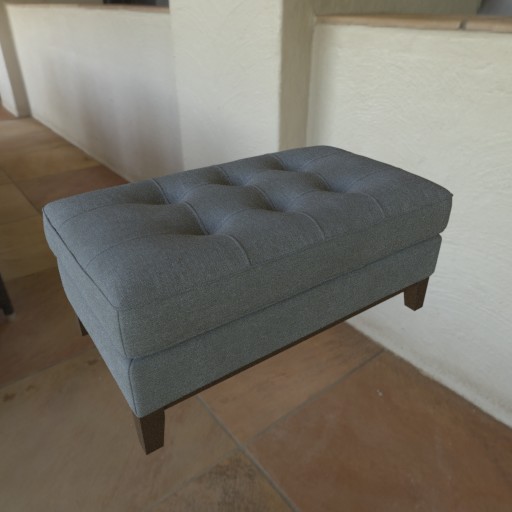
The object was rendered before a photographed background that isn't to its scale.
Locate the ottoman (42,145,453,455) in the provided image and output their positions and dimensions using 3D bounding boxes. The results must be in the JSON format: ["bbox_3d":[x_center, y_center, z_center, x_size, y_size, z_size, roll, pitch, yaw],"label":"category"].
[{"bbox_3d":[0.000,0.000,1.461,1.143,0.514,0.648,-19,35,-30],"label":"ottoman"}]
